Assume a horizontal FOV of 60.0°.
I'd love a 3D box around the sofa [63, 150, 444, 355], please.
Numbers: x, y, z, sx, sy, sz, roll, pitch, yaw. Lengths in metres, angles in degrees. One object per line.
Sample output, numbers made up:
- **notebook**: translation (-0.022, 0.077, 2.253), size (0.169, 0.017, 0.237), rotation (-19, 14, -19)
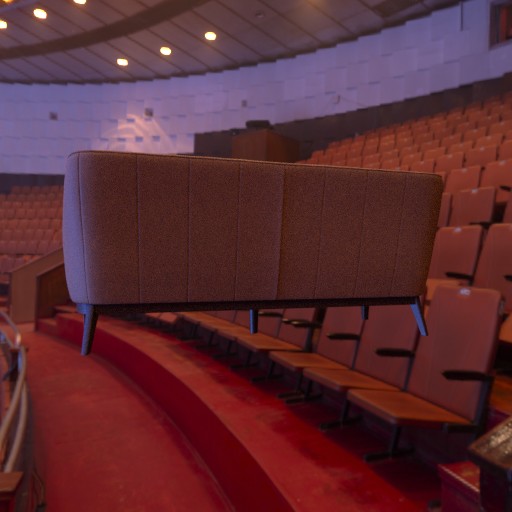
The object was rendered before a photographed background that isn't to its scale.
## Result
- **sofa**: translation (0.000, 0.000, 2.356), size (1.928, 0.830, 0.869), rotation (0, -1, -17)
